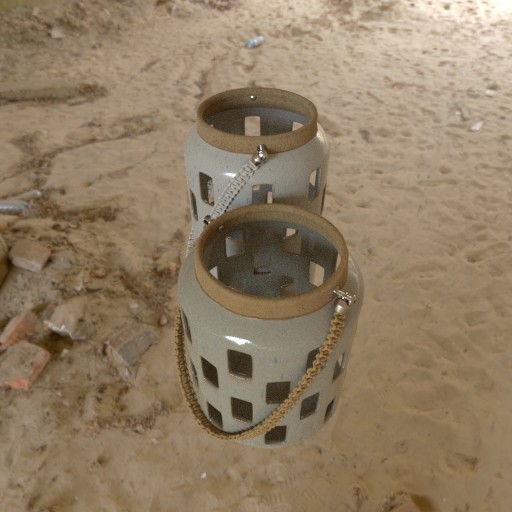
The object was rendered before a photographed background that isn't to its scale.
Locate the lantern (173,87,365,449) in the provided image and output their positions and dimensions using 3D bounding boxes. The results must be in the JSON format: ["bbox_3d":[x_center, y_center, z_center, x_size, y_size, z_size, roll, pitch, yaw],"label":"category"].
[{"bbox_3d":[0.000,0.000,0.487,0.184,0.255,0.347,-3,42,-3],"label":"lantern"}]
